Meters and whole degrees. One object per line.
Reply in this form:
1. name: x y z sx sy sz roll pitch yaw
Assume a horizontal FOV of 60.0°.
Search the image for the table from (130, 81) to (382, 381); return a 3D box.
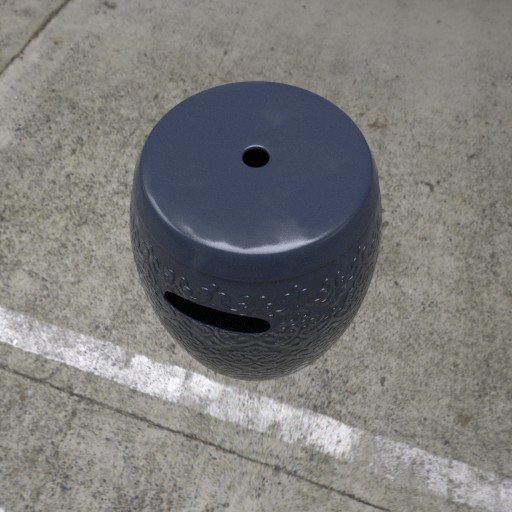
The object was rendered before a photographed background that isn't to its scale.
1. table: 0.000 0.000 0.610 0.309 0.397 0.309 0 60 0
